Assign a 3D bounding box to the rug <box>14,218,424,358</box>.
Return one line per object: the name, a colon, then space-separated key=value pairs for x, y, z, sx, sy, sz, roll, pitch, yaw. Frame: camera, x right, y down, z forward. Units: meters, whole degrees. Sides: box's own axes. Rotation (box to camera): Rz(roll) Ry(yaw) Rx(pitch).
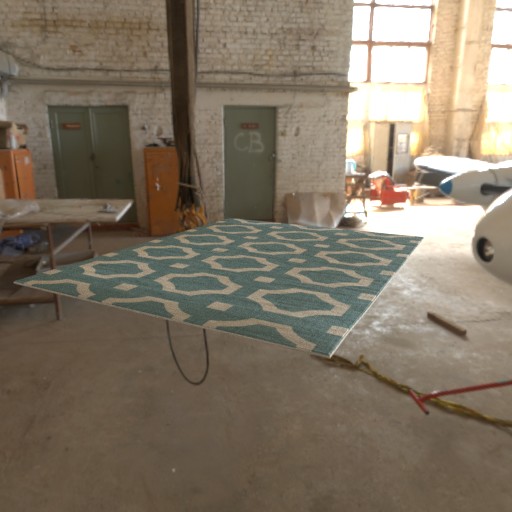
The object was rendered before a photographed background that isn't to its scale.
rug: x=0.000 y=0.000 z=4.029 sx=2.466 sy=0.021 sz=3.049 roll=8 pitch=17 yaw=27
